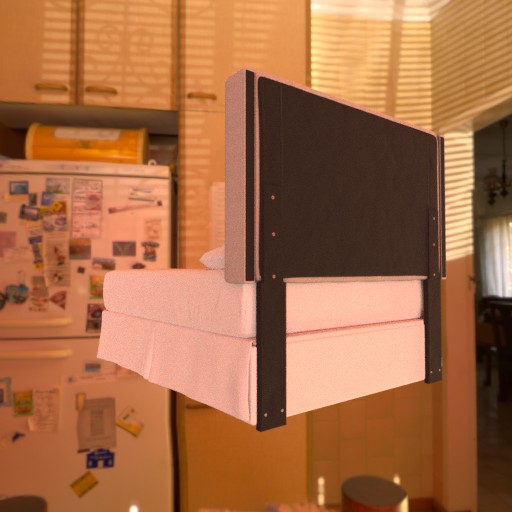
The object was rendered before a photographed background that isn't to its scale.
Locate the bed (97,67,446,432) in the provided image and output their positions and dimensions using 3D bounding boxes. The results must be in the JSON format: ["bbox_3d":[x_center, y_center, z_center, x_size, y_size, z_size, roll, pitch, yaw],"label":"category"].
[{"bbox_3d":[0.000,0.000,3.305,1.719,1.665,2.066,1,-2,-38],"label":"bed"}]
